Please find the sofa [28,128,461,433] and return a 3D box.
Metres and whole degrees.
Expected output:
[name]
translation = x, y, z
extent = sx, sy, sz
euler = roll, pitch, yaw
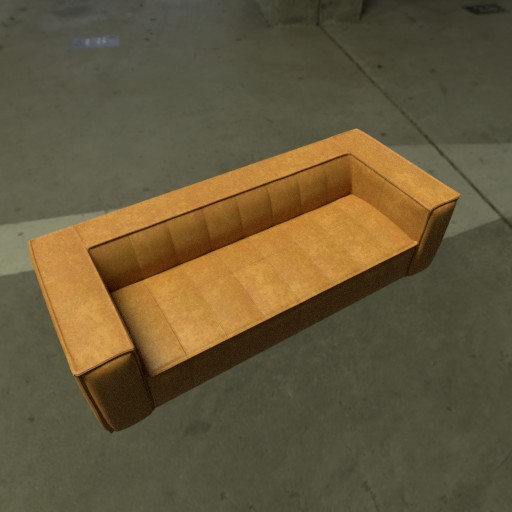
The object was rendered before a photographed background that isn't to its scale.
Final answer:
[sofa]
translation = 0.000, 0.000, 2.992
extent = 2.581, 0.701, 1.102
euler = -23, 50, -22
